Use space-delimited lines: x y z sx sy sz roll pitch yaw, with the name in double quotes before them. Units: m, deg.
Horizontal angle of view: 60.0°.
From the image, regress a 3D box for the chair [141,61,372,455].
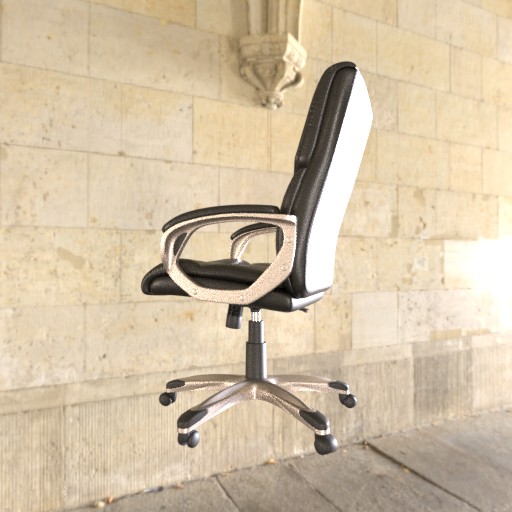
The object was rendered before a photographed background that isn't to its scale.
"chair" 0.000 0.000 1.589 0.780 1.145 0.700 0 0 20
